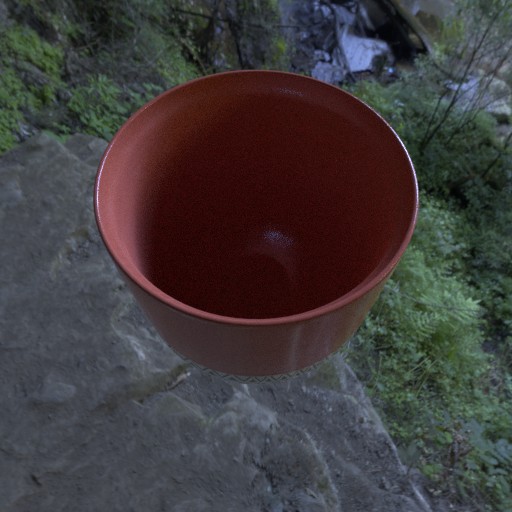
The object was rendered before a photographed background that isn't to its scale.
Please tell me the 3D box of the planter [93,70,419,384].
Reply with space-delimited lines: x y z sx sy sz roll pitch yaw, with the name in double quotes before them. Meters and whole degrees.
"planter" 0.000 0.000 0.482 0.266 0.270 0.266 0 60 0
